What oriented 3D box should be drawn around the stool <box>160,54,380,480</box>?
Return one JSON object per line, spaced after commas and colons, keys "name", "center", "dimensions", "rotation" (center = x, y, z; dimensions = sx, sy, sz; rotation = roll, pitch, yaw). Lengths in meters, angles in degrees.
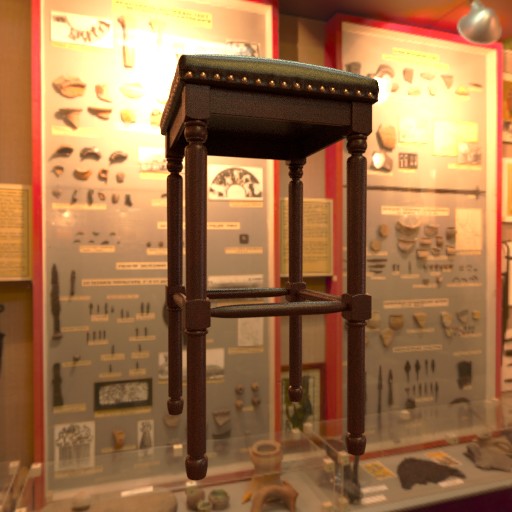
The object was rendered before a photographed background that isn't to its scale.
{"name": "stool", "center": [0.000, 0.000, 0.971], "dimensions": [0.383, 0.768, 0.382], "rotation": [0, 1, -17]}
